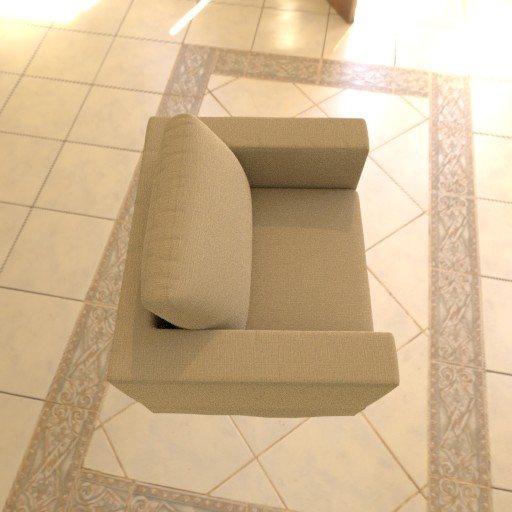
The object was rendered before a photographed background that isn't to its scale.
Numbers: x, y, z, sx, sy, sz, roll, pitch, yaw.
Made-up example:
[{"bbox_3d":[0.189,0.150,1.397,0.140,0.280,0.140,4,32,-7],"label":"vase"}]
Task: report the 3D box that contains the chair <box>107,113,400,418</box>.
[{"bbox_3d":[0.000,0.000,1.817,0.957,0.878,1.150,1,63,0],"label":"chair"}]
